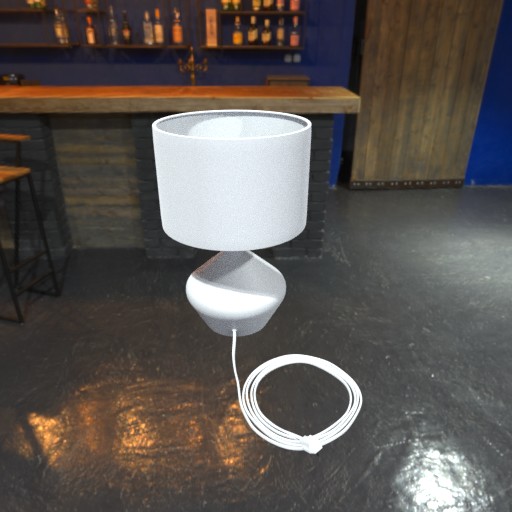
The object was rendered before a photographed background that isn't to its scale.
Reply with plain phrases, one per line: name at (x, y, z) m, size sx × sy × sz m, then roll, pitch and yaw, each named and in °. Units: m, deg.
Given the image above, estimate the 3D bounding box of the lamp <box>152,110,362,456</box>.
lamp at (0.000, 0.000, 0.851) m, size 0.401 × 0.457 × 0.546 m, roll 0°, pitch 27°, yaw 1°
